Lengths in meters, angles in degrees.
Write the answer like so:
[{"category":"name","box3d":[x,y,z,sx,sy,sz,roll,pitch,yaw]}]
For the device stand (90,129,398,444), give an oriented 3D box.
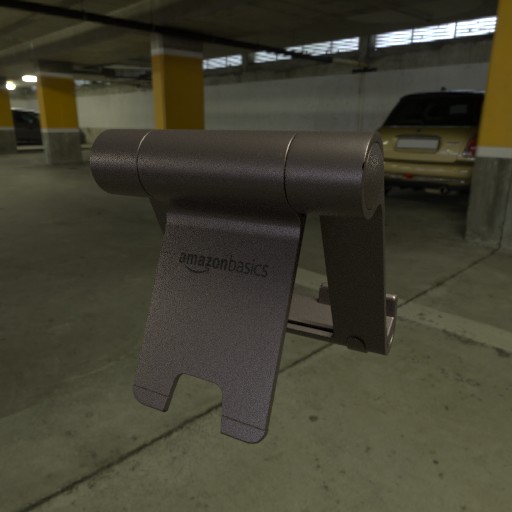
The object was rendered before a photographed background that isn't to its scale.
[{"category":"device stand","box3d":[0.000,0.000,0.152,0.088,0.084,0.079,9,19,27]}]
